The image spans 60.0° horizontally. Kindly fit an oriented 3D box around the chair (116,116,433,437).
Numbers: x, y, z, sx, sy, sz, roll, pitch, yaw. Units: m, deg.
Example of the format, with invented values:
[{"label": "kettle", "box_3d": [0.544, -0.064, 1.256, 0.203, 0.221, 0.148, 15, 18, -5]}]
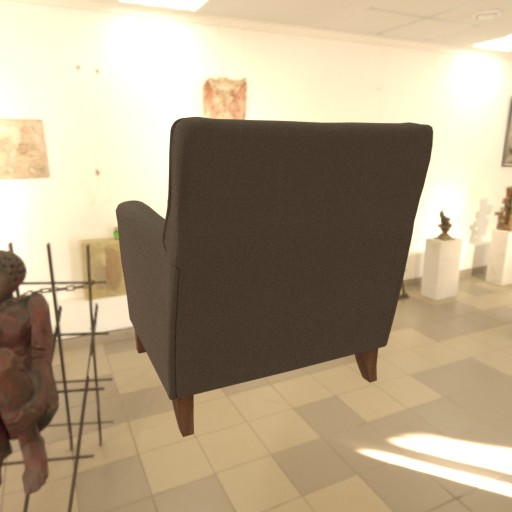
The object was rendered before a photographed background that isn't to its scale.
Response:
[{"label": "chair", "box_3d": [0.000, 0.000, 1.601, 0.836, 0.911, 0.831, -7, 16, -25]}]
